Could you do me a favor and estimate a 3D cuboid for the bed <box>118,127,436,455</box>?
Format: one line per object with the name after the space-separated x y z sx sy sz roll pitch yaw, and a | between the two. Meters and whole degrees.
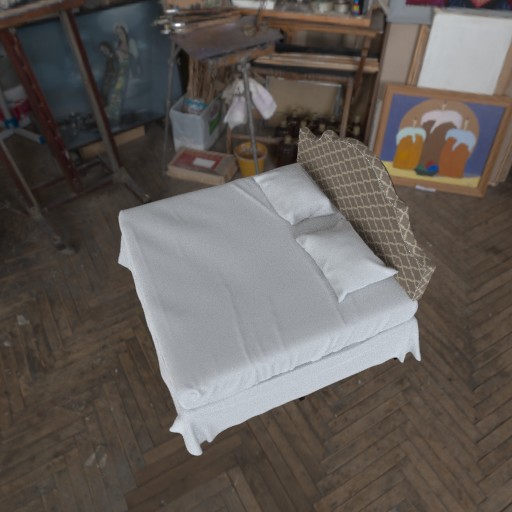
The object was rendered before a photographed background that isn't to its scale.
0.000 0.000 3.783 2.222 1.601 2.314 -18 51 -15 | bed
